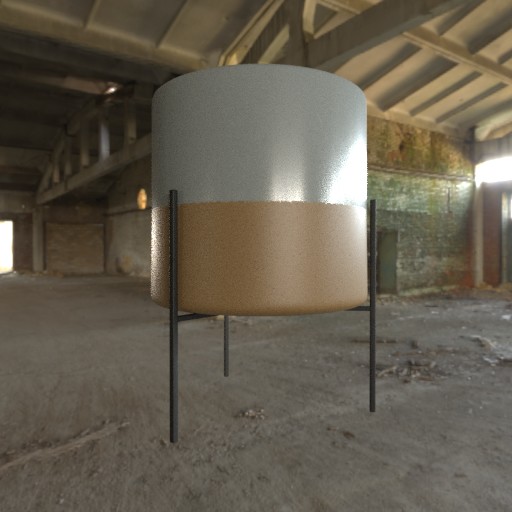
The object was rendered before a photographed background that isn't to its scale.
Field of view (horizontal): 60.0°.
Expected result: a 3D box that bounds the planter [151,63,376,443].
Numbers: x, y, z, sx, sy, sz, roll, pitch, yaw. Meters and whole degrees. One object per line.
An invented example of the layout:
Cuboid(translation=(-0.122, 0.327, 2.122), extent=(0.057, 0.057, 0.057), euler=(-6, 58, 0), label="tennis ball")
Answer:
Cuboid(translation=(0.000, 0.000, 0.640), extent=(0.310, 0.432, 0.310), euler=(0, 1, -36), label="planter")
